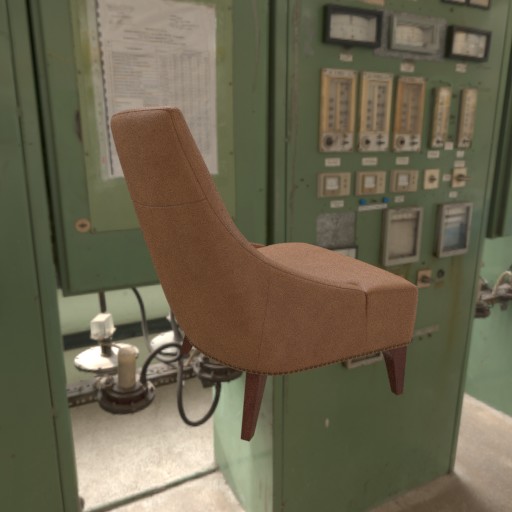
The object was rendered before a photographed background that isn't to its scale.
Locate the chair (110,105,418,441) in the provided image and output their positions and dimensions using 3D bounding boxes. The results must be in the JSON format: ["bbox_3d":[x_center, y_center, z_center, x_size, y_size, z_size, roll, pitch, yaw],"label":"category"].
[{"bbox_3d":[0.000,0.000,1.495,0.861,0.909,0.701,-7,16,-25],"label":"chair"}]
